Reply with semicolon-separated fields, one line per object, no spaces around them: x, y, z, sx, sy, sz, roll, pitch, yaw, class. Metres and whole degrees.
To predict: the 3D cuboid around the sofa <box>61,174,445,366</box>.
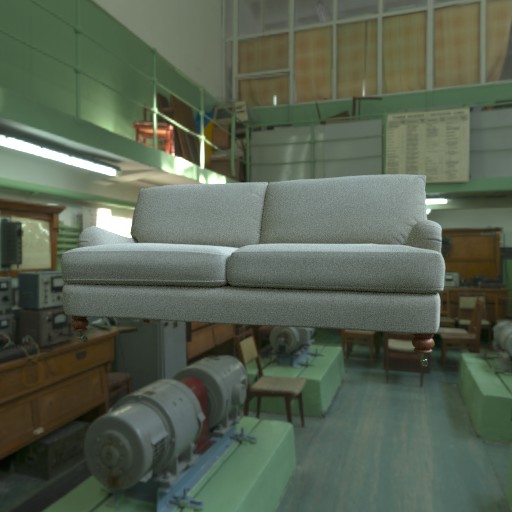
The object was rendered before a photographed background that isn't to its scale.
0.000;0.000;2.705;2.070;0.997;1.091;0;1;17;sofa
